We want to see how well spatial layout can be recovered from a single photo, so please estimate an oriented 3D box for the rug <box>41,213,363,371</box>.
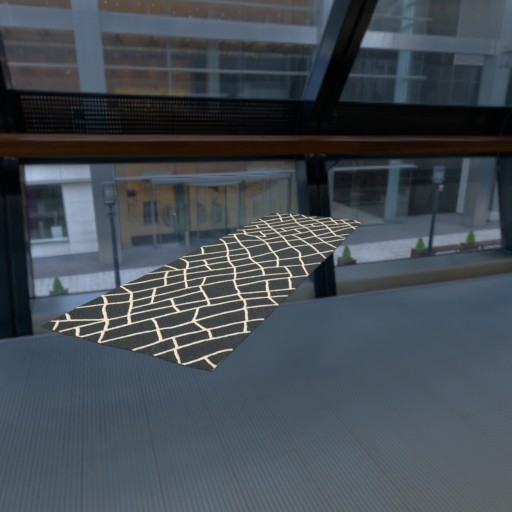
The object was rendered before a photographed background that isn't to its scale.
[{"bbox_3d":[0.000,0.000,2.687,0.807,0.010,2.476,8,19,23],"label":"rug"}]
